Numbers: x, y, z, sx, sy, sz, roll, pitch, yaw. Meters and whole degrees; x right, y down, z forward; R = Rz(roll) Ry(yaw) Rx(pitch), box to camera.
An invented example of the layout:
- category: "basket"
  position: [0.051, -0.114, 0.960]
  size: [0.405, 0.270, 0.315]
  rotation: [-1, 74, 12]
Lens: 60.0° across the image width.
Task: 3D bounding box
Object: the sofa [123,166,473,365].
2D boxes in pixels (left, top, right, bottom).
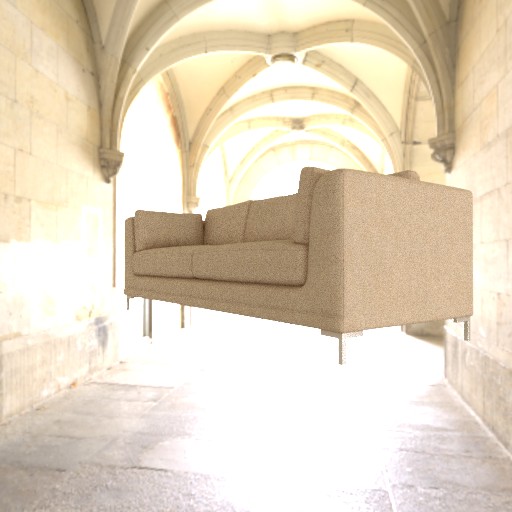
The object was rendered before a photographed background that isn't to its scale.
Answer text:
- category: "sofa"
  position: [0.000, 0.000, 2.926]
  size: [0.969, 0.867, 2.415]
  rotation: [1, -1, -36]
